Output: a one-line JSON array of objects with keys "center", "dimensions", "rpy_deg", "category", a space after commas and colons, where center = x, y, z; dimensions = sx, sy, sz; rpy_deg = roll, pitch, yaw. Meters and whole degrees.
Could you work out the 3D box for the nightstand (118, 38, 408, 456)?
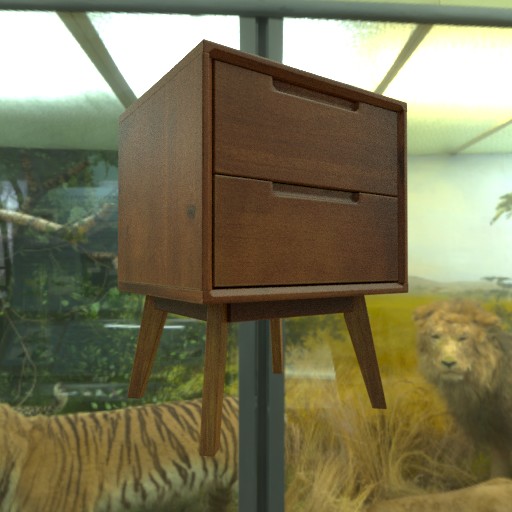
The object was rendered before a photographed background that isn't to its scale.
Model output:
[{"center": [0.000, 0.000, 0.931], "dimensions": [0.460, 0.618, 0.411], "rpy_deg": [1, -1, -34], "category": "nightstand"}]
